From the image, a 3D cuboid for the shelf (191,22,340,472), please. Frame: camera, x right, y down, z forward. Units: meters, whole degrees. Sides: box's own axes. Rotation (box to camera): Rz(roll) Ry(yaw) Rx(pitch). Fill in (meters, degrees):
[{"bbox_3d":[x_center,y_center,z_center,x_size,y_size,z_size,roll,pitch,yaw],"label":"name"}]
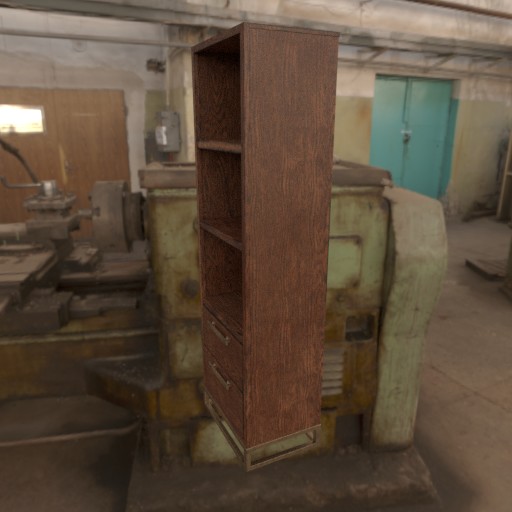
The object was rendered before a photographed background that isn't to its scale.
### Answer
[{"bbox_3d":[0.000,0.000,1.951,0.395,1.732,0.539,-8,18,-25],"label":"shelf"}]
